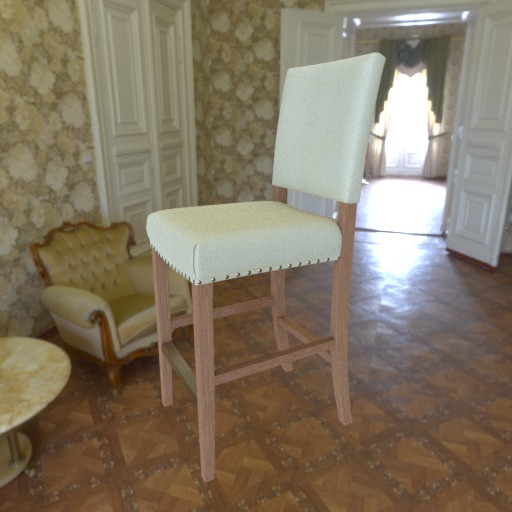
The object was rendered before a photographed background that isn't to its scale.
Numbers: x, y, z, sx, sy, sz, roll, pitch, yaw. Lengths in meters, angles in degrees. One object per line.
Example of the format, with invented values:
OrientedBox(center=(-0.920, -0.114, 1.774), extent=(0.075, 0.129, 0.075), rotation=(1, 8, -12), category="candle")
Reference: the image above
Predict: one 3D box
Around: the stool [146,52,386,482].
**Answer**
OrientedBox(center=(0.000, 0.000, 1.410), extent=(0.584, 1.168, 0.445), rotation=(-9, 19, -27), category="stool")
